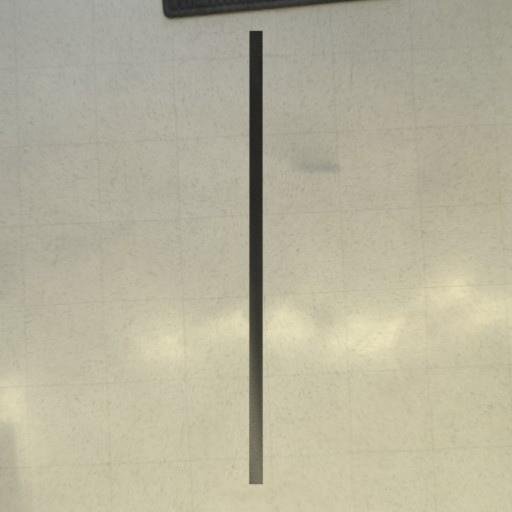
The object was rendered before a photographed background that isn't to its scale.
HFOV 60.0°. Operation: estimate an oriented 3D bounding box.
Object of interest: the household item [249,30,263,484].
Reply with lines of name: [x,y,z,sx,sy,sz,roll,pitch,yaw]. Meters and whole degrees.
household item: [0.000,0.000,1.095,0.030,0.236,1.001,0,89,0]
